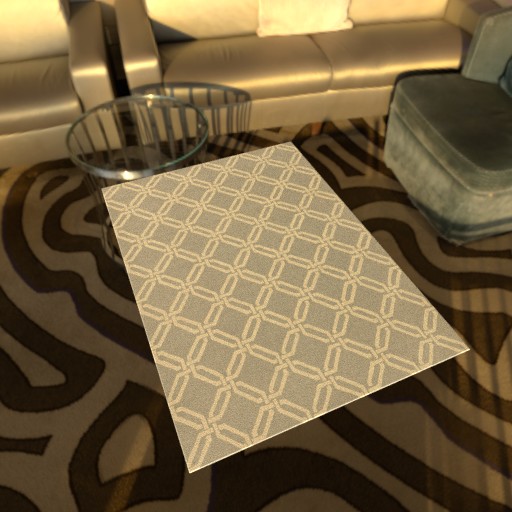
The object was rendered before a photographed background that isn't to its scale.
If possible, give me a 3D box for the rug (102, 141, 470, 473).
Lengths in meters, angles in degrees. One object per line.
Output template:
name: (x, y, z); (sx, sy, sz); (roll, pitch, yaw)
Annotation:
rug: (0.000, 0.000, 4.408); (2.438, 0.013, 3.353); (-18, 50, -16)
